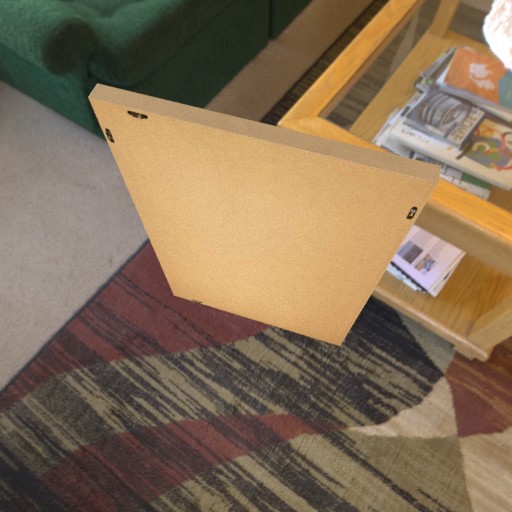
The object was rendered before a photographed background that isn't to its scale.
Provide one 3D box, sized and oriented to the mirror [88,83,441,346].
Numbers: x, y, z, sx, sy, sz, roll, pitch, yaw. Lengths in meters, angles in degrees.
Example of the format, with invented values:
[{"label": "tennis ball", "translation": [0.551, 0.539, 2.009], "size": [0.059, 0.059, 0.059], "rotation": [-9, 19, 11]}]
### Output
[{"label": "mirror", "translation": [0.000, 0.000, 1.149], "size": [0.609, 0.915, 0.041], "rotation": [16, 64, 8]}]
